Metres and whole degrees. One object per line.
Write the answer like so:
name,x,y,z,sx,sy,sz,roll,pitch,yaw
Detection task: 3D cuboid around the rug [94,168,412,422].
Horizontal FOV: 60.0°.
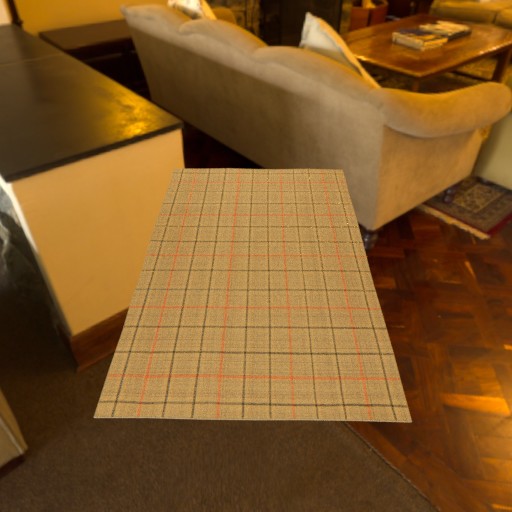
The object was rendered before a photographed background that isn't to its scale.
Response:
rug,0.000,0.000,3.055,1.524,0.015,2.439,1,40,1
